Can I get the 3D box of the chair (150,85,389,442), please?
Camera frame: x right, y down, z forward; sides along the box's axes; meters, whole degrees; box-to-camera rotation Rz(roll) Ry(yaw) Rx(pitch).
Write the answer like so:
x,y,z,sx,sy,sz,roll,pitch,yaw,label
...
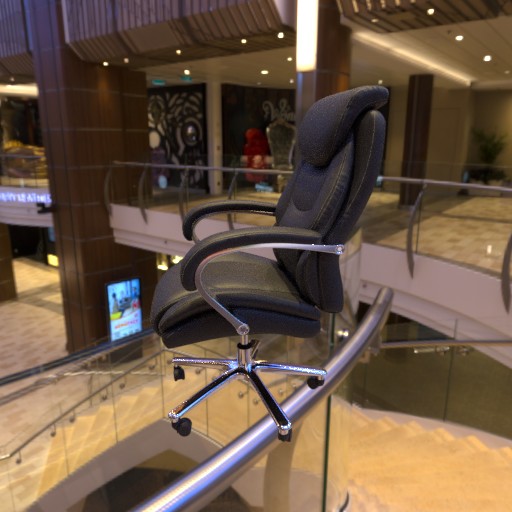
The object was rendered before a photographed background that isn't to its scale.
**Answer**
x,y,z,sx,sy,sz,roll,pitch,yaw,label
0.000,0.000,1.674,0.790,1.183,0.755,-2,15,-9,chair
